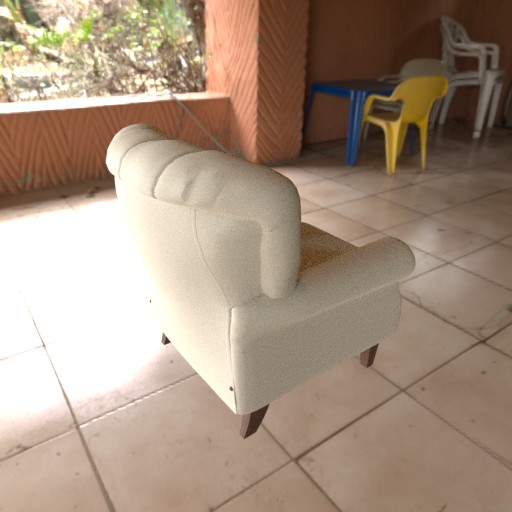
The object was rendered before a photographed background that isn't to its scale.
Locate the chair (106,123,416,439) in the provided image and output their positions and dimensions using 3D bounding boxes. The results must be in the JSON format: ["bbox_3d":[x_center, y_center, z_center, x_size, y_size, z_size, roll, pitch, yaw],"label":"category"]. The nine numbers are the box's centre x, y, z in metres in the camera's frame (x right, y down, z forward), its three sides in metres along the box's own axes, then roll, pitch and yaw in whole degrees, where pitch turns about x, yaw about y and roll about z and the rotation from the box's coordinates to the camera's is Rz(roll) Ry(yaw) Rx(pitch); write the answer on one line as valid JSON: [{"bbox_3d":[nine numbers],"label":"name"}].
[{"bbox_3d":[0.000,0.000,2.020,1.132,1.169,1.035,-18,32,-31],"label":"chair"}]
